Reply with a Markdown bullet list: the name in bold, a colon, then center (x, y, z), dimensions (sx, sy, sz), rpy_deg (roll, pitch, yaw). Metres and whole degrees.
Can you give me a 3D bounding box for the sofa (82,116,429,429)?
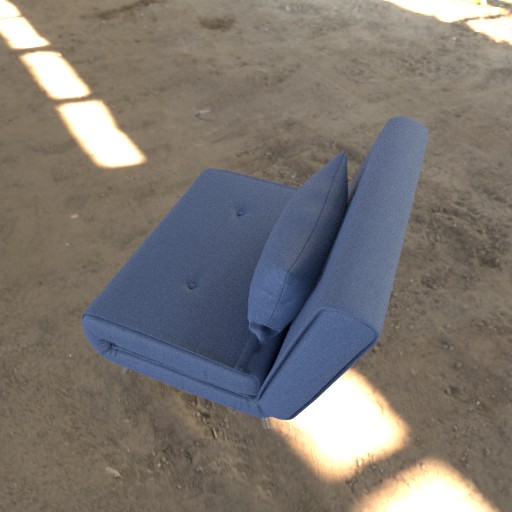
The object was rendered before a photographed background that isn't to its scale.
- **sofa**: center (0.000, 0.000, 1.720), dimensions (0.996, 0.860, 0.999), rpy_deg (16, 48, 15)
